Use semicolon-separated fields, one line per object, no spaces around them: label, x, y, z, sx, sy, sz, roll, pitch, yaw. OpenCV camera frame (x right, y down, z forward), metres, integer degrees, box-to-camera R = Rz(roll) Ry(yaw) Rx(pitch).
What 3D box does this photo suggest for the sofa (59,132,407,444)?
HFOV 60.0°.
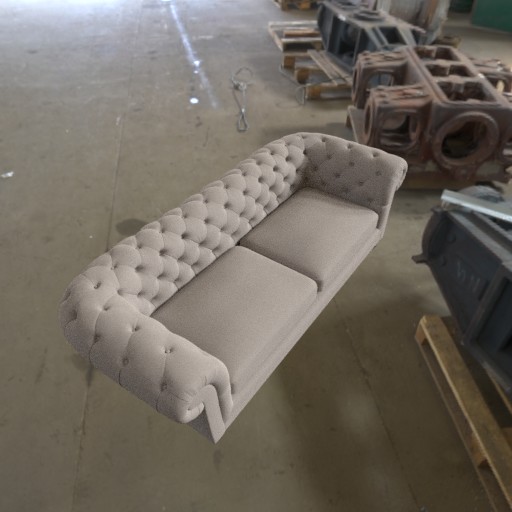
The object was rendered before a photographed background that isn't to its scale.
sofa;0.000;0.000;2.817;0.991;0.749;2.411;25;47;26
